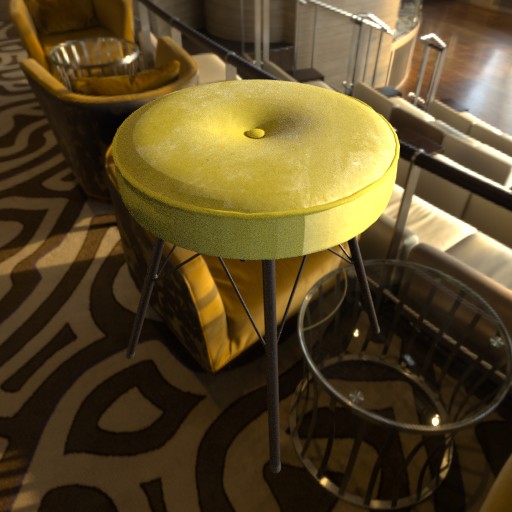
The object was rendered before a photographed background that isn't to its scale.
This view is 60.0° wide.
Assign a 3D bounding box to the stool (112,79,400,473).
[{"bbox_3d":[0.000,0.000,0.799,0.409,0.508,0.409,28,49,27],"label":"stool"}]
